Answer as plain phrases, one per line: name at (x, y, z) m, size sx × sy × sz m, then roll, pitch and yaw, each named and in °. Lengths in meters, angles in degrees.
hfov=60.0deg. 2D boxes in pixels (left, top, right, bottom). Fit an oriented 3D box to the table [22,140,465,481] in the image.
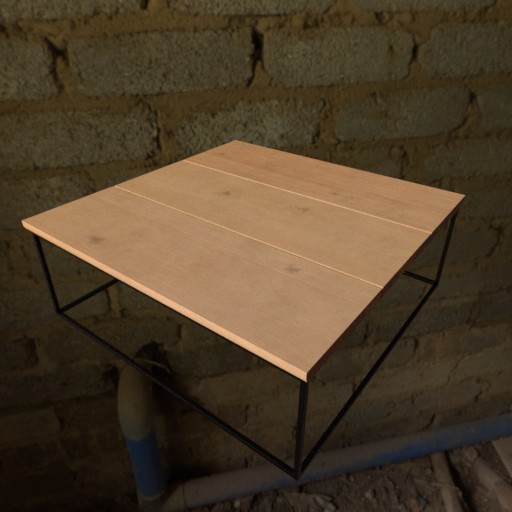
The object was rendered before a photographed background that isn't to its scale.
table at (0.000, 0.000, 1.649) m, size 1.100 × 0.400 × 1.100 m, roll 22°, pitch 38°, yaw 31°
